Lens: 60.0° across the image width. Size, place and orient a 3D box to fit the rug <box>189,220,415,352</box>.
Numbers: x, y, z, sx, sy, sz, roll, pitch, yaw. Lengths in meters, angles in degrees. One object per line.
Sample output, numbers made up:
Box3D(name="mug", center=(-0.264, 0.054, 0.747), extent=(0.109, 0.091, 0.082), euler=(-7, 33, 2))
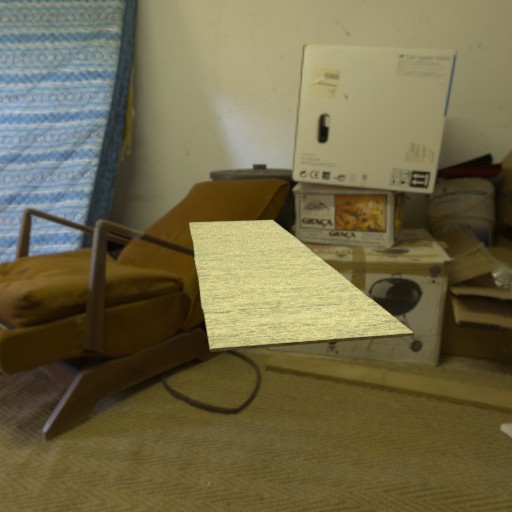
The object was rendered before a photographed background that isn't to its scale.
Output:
Box3D(name="rug", center=(0.000, 0.000, 2.529), extent=(0.700, 0.014, 2.290), euler=(-2, 15, -10))
